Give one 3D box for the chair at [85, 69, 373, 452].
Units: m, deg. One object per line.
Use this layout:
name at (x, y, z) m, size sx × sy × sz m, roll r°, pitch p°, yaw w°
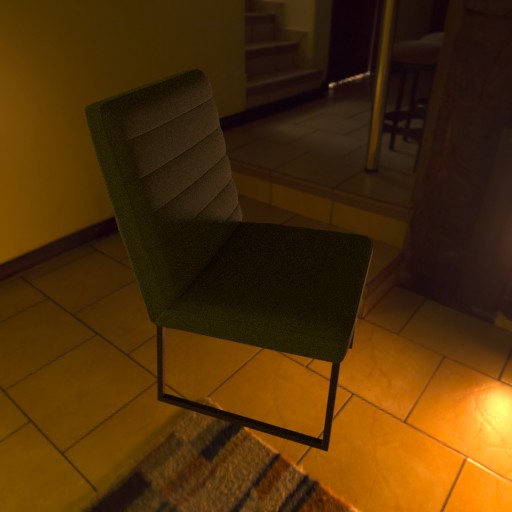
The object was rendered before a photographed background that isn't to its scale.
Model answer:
chair at (0.000, 0.000, 1.295) m, size 0.634 × 0.930 × 0.520 m, roll 10°, pitch 33°, yaw 16°
